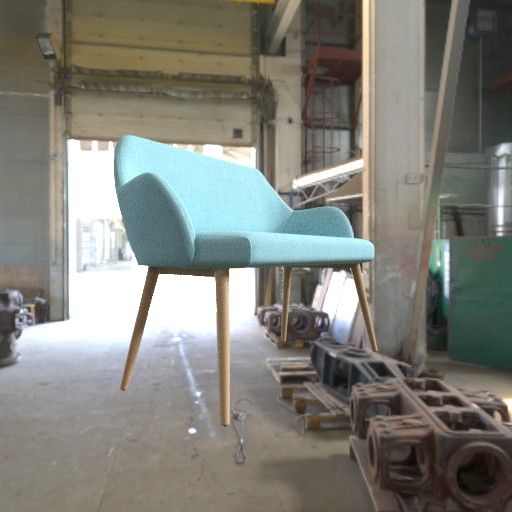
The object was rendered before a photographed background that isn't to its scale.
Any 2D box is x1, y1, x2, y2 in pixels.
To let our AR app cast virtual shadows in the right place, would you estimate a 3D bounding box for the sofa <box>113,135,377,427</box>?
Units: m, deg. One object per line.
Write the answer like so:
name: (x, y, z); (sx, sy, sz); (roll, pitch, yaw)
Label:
sofa: (0.000, 0.000, 1.671); (0.610, 0.840, 1.150); (0, 1, 36)
